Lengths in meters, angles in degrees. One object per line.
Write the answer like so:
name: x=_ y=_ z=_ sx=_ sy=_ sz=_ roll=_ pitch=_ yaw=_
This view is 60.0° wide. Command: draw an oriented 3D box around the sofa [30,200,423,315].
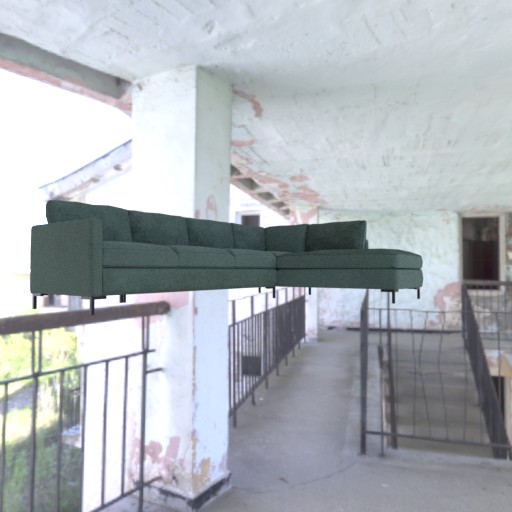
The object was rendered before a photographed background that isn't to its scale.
sofa: x=0.000 y=0.000 z=3.226 sx=1.707 sy=0.687 sz=2.486 roll=-1 pitch=-2 yaw=36
